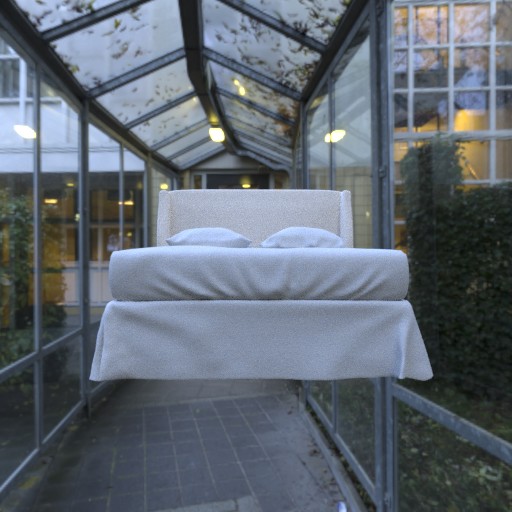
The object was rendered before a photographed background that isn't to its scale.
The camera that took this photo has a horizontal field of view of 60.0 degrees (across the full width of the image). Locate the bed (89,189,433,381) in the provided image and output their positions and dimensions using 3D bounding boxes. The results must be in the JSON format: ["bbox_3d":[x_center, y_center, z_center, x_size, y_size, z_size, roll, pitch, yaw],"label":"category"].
[{"bbox_3d":[0.000,0.000,3.401,1.925,1.332,2.276,0,0,0],"label":"bed"}]
